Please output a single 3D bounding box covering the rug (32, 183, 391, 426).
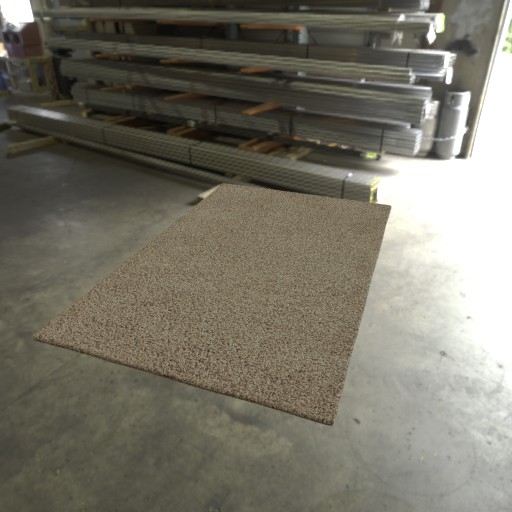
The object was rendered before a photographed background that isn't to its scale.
[{"bbox_3d":[0.000,0.000,3.428,1.778,0.030,2.743,10,31,18],"label":"rug"}]
